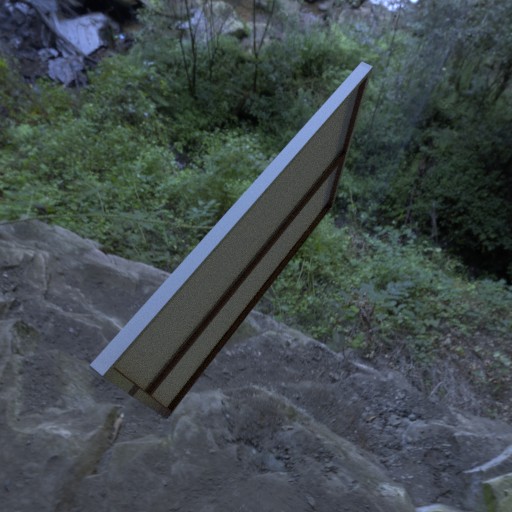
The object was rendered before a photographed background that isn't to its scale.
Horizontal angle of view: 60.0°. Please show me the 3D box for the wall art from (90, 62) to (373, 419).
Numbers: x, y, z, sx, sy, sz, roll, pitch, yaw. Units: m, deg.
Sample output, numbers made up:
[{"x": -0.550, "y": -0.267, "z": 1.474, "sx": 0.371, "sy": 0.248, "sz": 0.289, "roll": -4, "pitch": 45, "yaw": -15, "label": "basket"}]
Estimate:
[{"x": 0.000, "y": 0.000, "z": 1.485, "sx": 0.040, "sy": 0.765, "sz": 1.149, "roll": 33, "pitch": 68, "yaw": 15, "label": "wall art"}]
